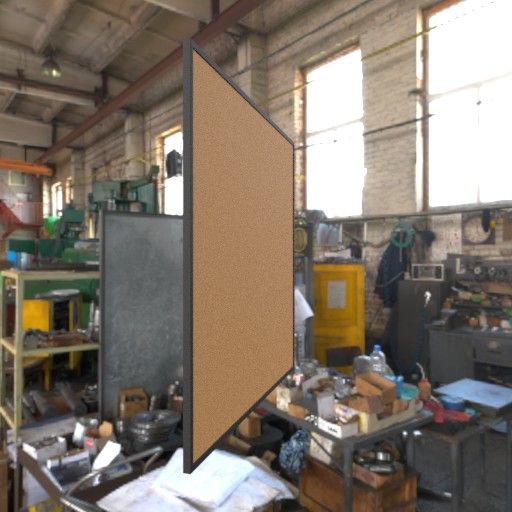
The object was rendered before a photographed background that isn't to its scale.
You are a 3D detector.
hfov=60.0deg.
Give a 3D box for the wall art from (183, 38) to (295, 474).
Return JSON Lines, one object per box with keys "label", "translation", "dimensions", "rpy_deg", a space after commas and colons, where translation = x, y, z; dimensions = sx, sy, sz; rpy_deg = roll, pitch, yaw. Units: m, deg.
{"label": "wall art", "translation": [0.000, 0.000, 0.990], "dimensions": [0.015, 0.663, 0.664], "rpy_deg": [0, 0, 19]}
